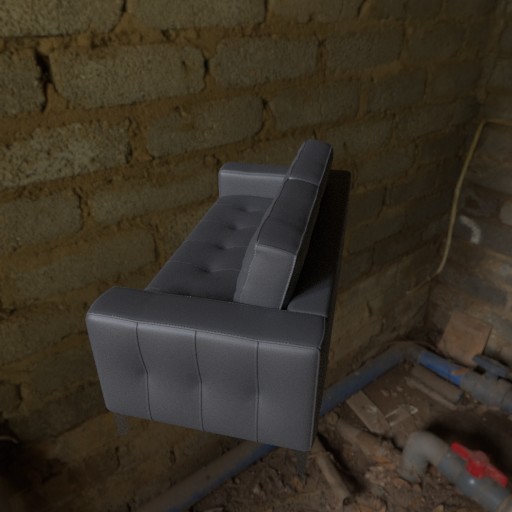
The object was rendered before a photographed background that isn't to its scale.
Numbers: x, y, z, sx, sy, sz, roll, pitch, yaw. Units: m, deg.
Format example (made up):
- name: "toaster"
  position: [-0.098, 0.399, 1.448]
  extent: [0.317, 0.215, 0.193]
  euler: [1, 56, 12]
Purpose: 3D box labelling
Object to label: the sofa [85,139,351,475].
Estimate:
- name: "sofa"
  position: [0.000, 0.000, 2.226]
  extent: [0.833, 0.893, 1.726]
  euler: [7, 31, 12]
